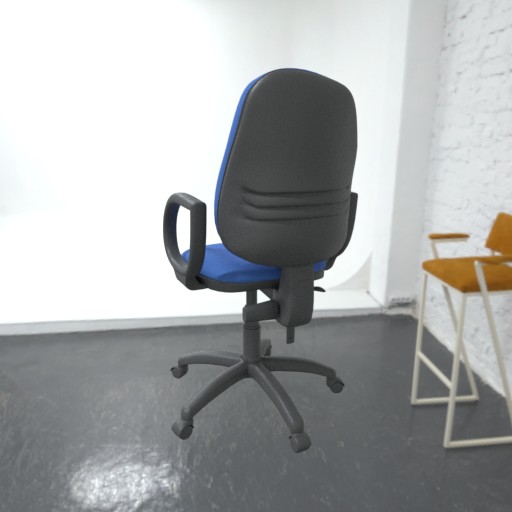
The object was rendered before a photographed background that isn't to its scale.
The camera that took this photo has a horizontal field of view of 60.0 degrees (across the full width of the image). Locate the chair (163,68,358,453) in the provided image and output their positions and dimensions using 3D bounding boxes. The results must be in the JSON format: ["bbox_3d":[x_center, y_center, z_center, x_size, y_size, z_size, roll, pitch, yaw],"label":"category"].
[{"bbox_3d":[0.000,0.000,1.230,0.552,0.905,0.549,-7,16,-26],"label":"chair"}]
